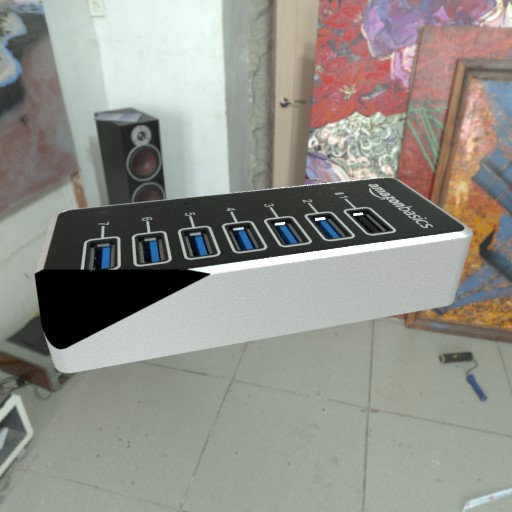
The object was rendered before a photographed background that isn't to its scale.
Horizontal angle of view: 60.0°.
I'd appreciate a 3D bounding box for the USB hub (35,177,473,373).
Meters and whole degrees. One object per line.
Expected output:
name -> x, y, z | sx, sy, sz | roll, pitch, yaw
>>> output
USB hub -> 0.000, 0.000, 0.127 | 0.110, 0.023, 0.044 | -8, 32, -13
